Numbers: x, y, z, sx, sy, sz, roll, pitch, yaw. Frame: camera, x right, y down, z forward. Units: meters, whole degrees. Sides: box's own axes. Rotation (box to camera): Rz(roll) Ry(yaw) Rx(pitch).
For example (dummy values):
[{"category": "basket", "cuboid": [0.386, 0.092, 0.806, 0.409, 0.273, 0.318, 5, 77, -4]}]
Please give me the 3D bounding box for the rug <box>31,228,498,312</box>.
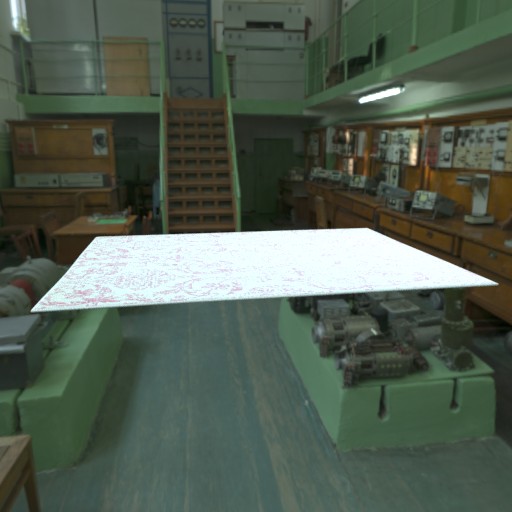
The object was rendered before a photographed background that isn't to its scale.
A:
[{"category": "rug", "cuboid": [0.000, 0.000, 2.810, 2.202, 0.014, 1.598, -2, 14, -10]}]
